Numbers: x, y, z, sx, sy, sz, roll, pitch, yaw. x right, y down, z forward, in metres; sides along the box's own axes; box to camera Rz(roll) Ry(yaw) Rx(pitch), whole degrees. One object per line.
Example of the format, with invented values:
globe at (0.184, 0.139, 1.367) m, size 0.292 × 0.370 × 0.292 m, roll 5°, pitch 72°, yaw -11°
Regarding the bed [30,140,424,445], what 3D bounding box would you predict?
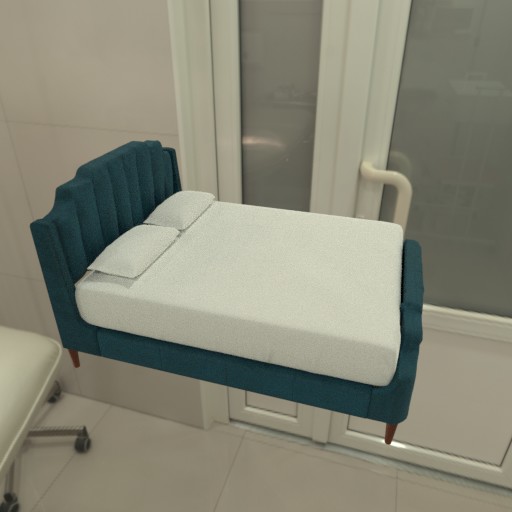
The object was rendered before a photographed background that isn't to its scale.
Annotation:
bed at (0.000, 0.000, 3.251) m, size 2.322 × 1.351 × 1.676 m, roll 9°, pitch 31°, yaw 15°
